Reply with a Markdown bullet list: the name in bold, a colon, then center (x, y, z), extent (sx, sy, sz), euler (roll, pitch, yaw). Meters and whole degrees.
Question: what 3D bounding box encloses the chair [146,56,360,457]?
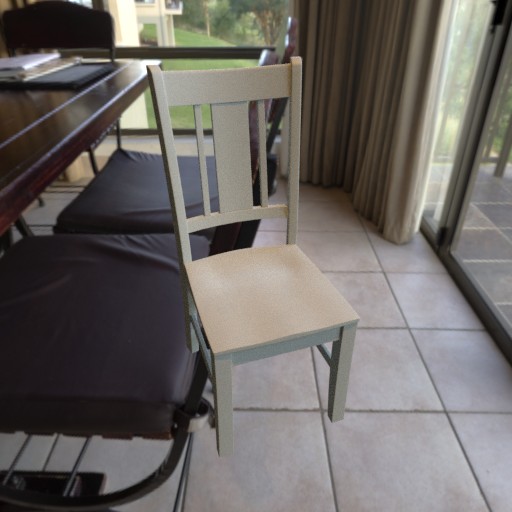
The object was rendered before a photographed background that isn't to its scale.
- **chair**: center (0.000, 0.000, 1.309), extent (0.450, 0.998, 0.555), euler (-10, 34, -16)
